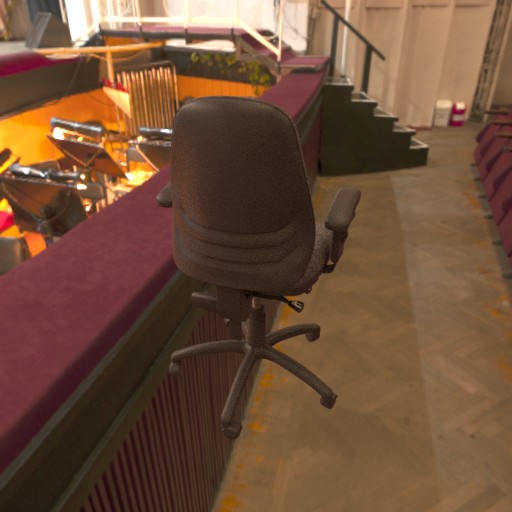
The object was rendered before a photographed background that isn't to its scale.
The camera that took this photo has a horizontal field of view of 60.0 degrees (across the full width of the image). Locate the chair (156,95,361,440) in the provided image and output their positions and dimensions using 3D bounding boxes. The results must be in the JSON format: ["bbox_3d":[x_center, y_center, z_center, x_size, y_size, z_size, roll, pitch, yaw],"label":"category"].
[{"bbox_3d":[0.000,0.000,1.252,0.550,0.910,0.530,9,31,16],"label":"chair"}]
